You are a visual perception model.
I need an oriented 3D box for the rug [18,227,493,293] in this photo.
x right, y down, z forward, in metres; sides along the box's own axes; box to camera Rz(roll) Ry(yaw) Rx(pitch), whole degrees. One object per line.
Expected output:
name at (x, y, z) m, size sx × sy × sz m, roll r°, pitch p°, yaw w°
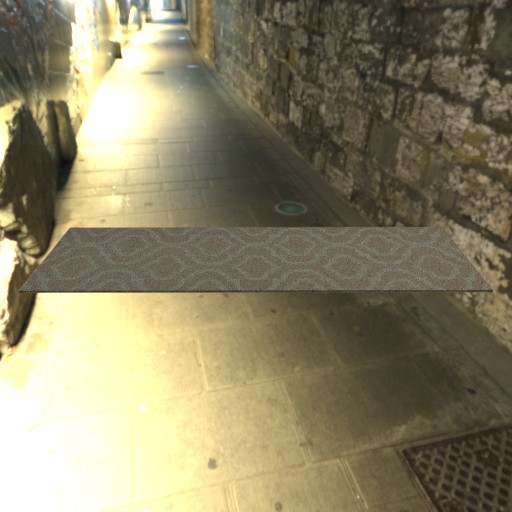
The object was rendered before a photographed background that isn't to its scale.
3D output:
rug at (0.000, 0.000, 2.431) m, size 2.289 × 0.013 × 0.691 m, roll 0°, pitch 30°, yaw 0°
